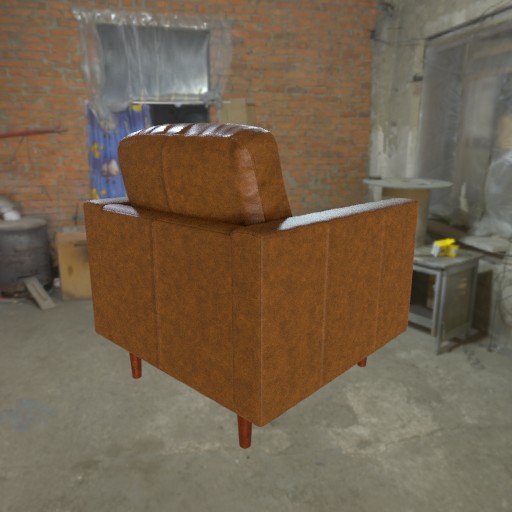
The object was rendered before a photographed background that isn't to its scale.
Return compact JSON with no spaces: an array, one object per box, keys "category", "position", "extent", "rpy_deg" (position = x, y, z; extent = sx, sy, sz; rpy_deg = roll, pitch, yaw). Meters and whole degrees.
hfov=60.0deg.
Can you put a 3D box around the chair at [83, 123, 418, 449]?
[{"category":"chair","position":[0.000,0.000,1.695],"extent":[0.890,0.956,0.909],"rpy_deg":[13,19,42]}]
